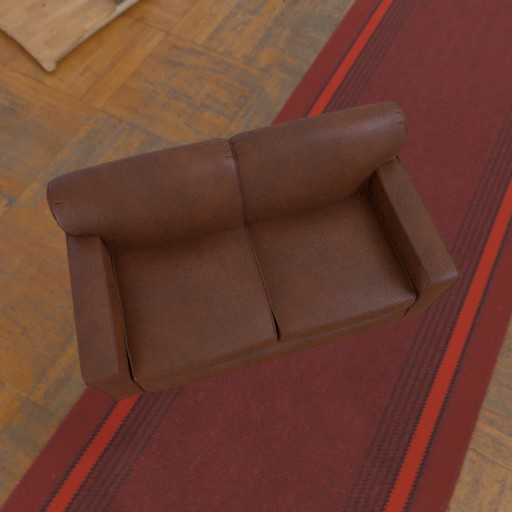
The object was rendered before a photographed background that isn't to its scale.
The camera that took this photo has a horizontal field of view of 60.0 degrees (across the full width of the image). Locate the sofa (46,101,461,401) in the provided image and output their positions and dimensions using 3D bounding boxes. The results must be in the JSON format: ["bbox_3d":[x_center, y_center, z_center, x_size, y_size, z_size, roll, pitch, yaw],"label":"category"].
[{"bbox_3d":[0.000,0.000,2.375,1.856,0.966,1.000,-15,65,-7],"label":"sofa"}]
